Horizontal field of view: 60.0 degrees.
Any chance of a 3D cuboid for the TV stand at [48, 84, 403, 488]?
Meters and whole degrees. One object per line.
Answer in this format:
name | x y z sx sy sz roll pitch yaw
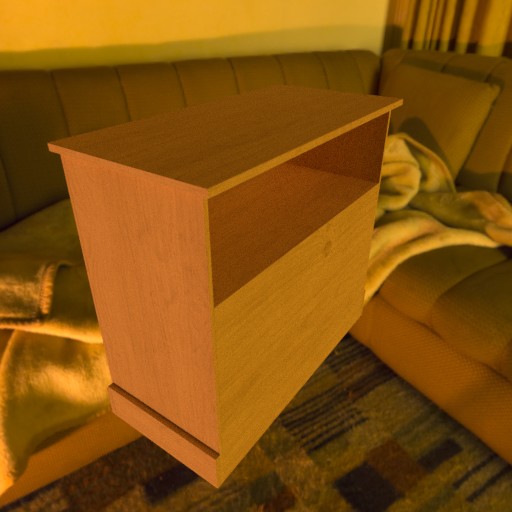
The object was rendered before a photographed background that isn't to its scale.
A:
TV stand | 0.000 0.000 1.280 0.430 0.787 0.851 20 36 30
